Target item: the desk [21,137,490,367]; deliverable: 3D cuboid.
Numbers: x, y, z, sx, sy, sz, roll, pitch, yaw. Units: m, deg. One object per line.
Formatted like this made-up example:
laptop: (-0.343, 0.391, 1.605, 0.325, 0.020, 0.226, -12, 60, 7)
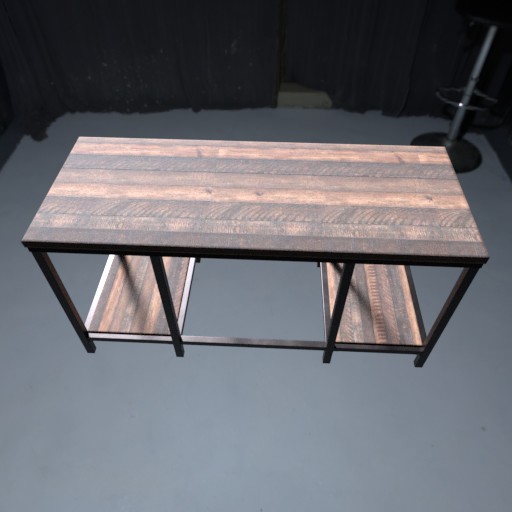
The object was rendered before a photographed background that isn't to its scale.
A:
desk: (0.000, 0.000, 1.940, 1.538, 0.753, 0.617, 2, 48, 2)
